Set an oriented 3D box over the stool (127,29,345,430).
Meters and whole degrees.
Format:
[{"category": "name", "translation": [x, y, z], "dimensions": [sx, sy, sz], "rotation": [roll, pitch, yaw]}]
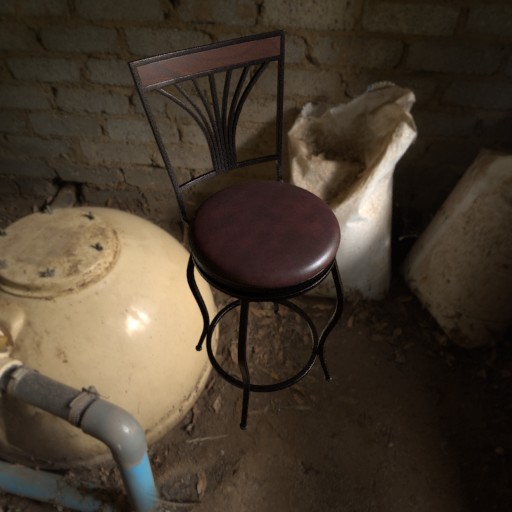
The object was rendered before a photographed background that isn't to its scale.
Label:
[{"category": "stool", "translation": [0.000, 0.000, 1.370], "dimensions": [0.433, 1.117, 0.514], "rotation": [-23, 49, -21]}]
